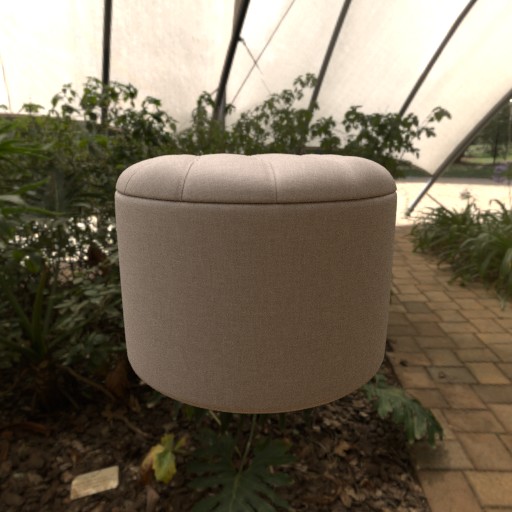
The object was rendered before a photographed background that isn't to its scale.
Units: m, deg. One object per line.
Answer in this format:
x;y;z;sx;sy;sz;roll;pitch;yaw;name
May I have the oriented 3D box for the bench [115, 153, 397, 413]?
0.000;0.000;1.017;0.600;0.453;0.600;0;14;0;bench
